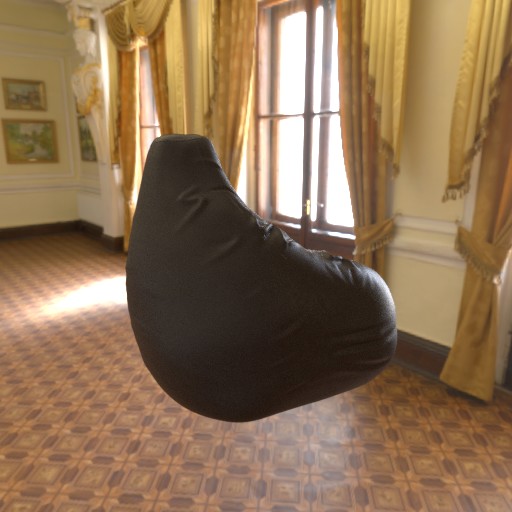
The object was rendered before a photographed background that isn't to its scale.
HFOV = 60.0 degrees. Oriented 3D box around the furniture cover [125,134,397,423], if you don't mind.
[{"bbox_3d":[0.000,0.000,1.875,1.070,0.990,1.070,-7,15,-26],"label":"furniture cover"}]
